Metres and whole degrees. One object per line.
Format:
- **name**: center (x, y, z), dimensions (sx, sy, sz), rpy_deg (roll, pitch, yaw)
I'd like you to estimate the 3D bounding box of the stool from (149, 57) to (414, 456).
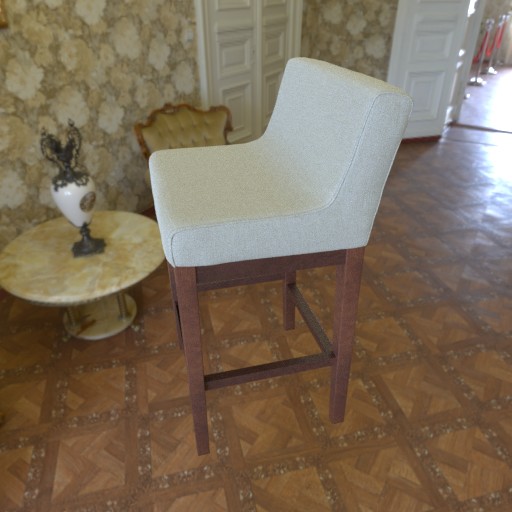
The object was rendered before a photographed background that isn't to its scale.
- **stool**: center (0.000, 0.000, 1.204), dimensions (0.500, 0.937, 0.511), rpy_deg (-8, 32, -13)
